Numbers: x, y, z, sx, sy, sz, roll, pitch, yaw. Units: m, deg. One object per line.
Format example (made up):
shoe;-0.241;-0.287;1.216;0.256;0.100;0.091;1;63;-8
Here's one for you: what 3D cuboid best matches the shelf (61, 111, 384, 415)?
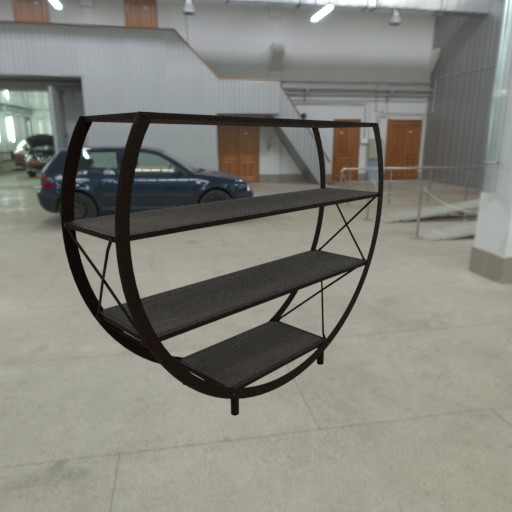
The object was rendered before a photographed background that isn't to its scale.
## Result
shelf;0.000;0.000;1.811;0.344;1.063;1.403;14;20;42
